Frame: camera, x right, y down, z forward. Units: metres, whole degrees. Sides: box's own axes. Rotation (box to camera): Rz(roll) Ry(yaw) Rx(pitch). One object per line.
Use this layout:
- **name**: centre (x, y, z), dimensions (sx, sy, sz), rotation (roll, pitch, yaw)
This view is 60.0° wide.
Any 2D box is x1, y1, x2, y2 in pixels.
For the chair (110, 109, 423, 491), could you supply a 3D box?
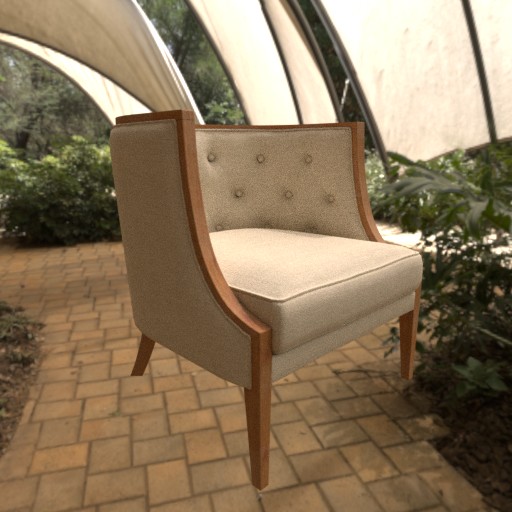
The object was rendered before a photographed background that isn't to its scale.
- **chair**: centre (0.000, 0.000, 1.312), dimensions (0.711, 0.775, 0.757), rotation (-13, 19, -43)
